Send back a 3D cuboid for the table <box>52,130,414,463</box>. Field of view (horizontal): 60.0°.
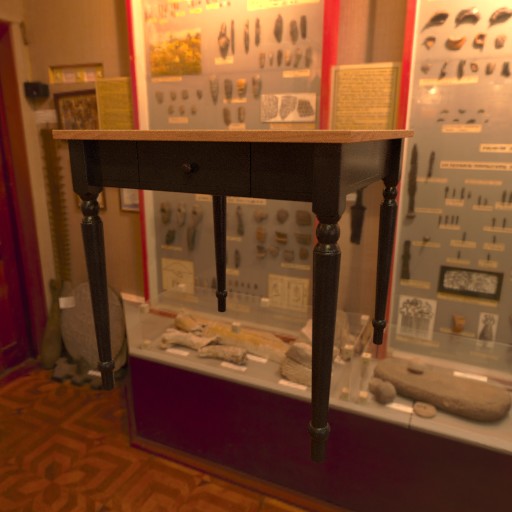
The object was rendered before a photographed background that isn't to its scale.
[{"bbox_3d":[0.000,0.000,1.349,0.747,0.738,0.747,8,18,26],"label":"table"}]
